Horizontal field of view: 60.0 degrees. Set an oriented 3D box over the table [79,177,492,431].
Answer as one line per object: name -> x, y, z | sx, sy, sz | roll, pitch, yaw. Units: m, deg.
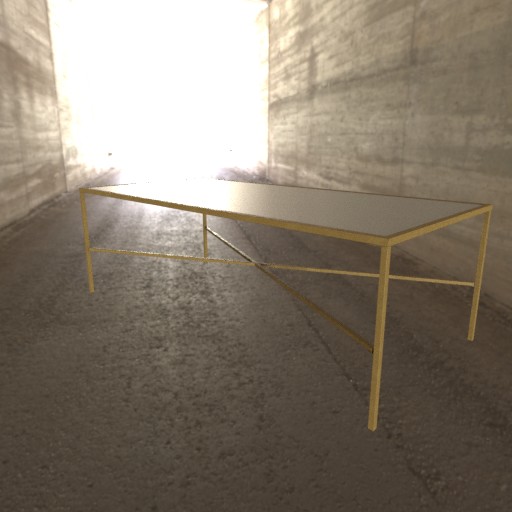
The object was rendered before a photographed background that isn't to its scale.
table -> 0.000, 0.000, 1.444 | 1.206, 0.398, 0.580 | 14, 20, 42
